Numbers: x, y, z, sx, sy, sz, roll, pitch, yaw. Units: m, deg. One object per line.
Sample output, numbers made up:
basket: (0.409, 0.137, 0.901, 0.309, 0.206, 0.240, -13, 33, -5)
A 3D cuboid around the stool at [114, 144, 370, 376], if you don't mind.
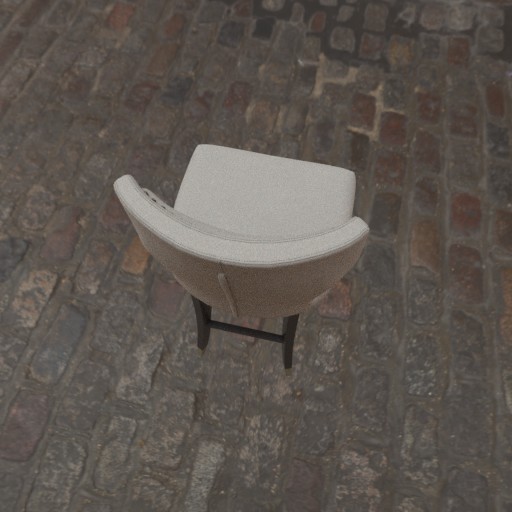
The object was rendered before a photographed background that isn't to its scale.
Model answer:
stool: (0.000, 0.000, 1.396, 0.526, 1.092, 0.563, 11, 64, 6)
